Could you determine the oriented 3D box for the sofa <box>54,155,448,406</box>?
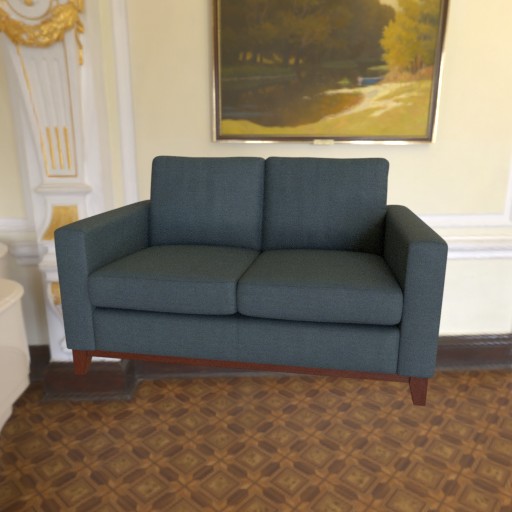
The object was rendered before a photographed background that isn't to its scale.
[{"bbox_3d":[0.000,0.000,2.094,1.489,0.903,0.955,2,15,9],"label":"sofa"}]
